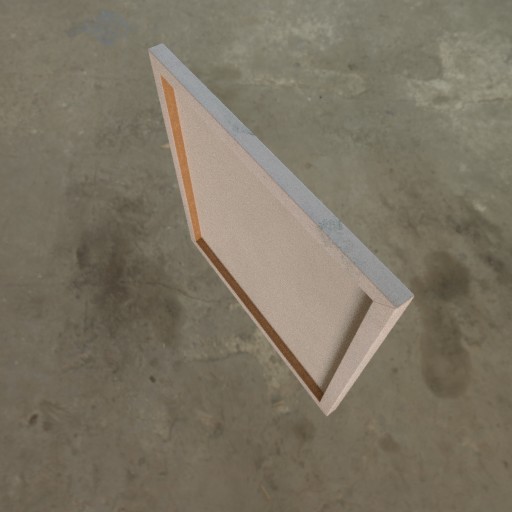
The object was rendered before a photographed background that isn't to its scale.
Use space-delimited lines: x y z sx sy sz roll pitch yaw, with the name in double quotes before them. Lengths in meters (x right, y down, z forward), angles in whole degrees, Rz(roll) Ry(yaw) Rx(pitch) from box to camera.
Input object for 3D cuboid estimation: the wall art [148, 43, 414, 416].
"wall art" 0.000 0.000 1.140 0.038 0.762 0.762 -32 64 -18
